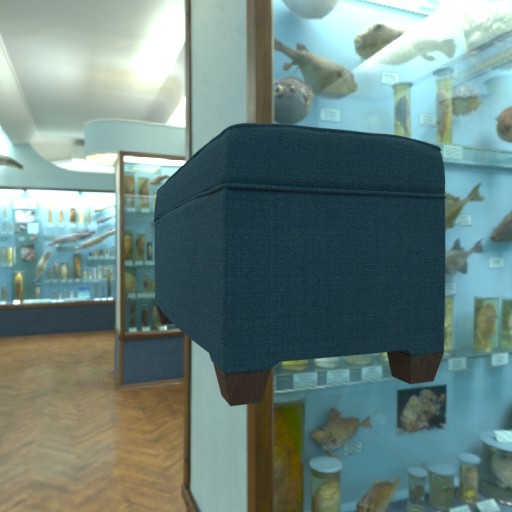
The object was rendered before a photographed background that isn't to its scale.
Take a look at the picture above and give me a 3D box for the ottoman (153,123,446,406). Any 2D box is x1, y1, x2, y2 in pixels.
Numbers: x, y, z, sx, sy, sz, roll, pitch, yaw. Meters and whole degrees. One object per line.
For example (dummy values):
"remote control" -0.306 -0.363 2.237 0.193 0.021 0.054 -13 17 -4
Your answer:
"ottoman" 0.000 0.000 1.200 0.474 0.474 0.943 0 1 -20
